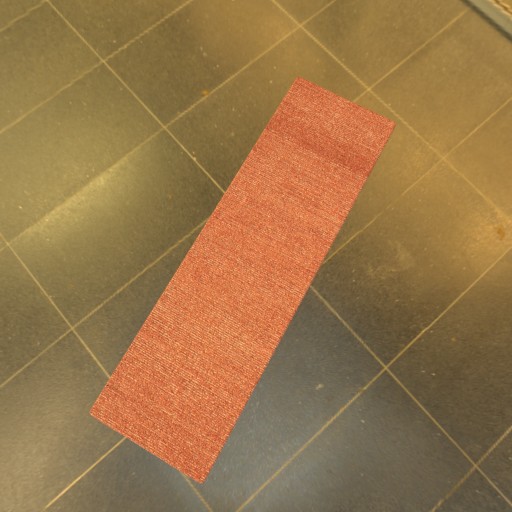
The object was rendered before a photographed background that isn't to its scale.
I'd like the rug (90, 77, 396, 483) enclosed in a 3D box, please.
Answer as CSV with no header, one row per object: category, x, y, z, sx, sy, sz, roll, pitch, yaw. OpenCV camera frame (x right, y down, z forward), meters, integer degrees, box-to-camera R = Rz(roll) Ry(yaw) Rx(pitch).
rug,0.000,0.000,2.496,0.687,0.012,2.307,28,77,7
